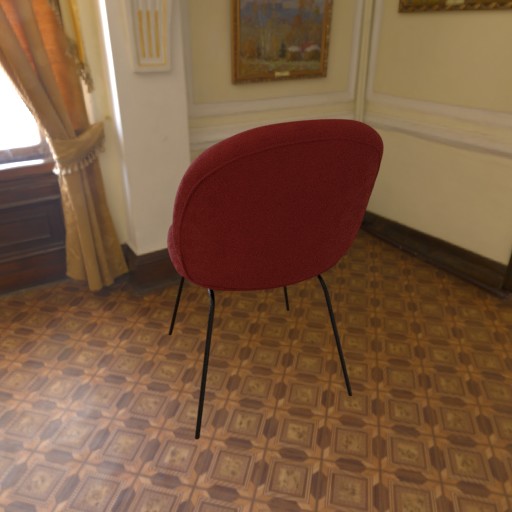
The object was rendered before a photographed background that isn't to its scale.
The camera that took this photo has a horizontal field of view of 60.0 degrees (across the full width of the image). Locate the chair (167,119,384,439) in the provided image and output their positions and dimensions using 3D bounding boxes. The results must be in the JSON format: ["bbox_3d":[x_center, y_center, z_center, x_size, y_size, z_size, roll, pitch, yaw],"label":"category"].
[{"bbox_3d":[0.000,0.000,1.166,0.458,0.791,0.587,-9,29,-17],"label":"chair"}]
